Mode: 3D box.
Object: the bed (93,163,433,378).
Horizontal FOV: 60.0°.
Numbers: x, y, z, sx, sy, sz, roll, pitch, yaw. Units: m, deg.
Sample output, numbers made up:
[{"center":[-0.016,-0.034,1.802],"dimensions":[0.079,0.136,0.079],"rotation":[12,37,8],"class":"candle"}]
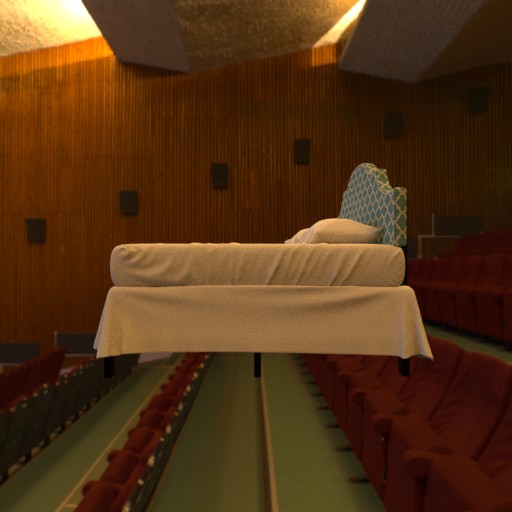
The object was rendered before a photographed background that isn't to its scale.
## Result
[{"center":[0.000,0.000,3.875],"dimensions":[2.222,1.601,2.314],"rotation":[0,-1,-1],"class":"bed"}]
